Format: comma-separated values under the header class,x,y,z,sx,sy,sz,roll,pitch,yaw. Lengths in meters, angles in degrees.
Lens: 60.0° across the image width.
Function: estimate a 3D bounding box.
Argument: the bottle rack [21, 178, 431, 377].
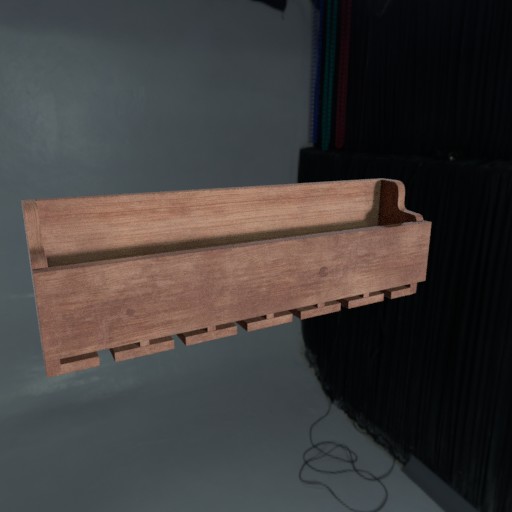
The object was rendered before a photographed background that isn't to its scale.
class,x,y,z,sx,sy,sz,roll,pitch,yaw
bottle rack,0.000,0.000,0.674,0.608,0.196,0.126,-8,17,-27
